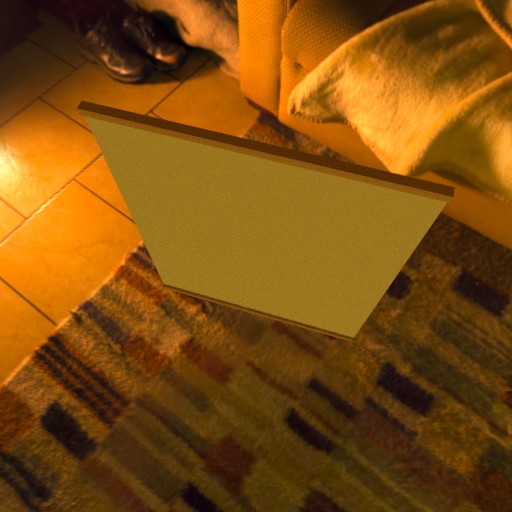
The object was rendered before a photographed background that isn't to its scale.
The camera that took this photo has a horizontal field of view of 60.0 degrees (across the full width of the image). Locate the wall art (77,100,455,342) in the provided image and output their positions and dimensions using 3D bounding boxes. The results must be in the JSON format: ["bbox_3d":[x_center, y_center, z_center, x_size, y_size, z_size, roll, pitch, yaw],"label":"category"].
[{"bbox_3d":[0.000,0.000,0.686,0.405,0.508,0.012,15,64,7],"label":"wall art"}]
